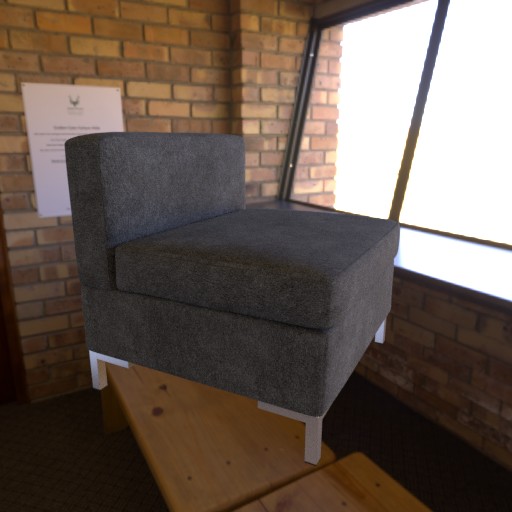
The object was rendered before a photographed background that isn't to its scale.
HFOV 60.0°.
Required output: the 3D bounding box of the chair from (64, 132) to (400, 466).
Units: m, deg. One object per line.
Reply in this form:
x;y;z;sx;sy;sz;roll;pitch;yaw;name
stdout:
0.000;0.000;1.224;0.680;0.660;0.680;8;17;27;chair
